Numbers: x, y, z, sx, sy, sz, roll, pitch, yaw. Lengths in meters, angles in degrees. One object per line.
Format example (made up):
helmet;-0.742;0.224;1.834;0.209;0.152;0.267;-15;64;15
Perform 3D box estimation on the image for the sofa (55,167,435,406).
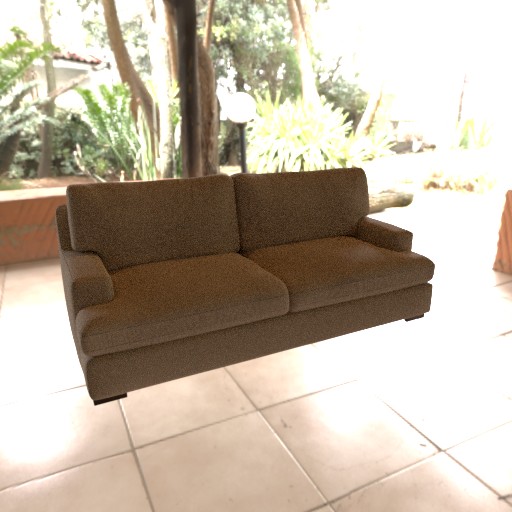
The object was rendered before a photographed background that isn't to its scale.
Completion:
sofa;0.000;0.000;2.683;2.147;0.925;0.929;-9;19;-26
